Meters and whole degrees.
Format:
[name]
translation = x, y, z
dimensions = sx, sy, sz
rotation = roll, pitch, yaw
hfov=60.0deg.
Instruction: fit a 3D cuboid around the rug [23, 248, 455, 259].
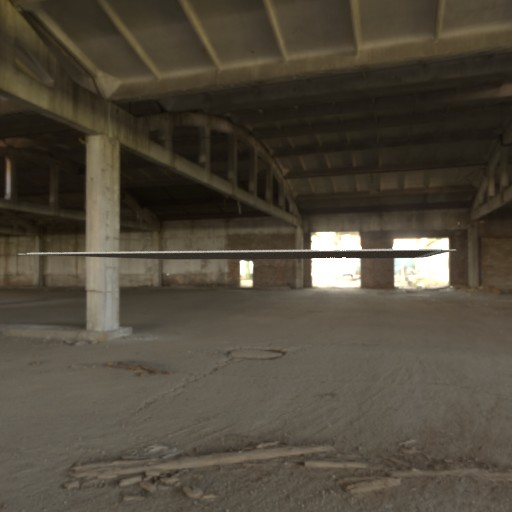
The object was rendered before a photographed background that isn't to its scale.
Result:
[rug]
translation = 0.000, 0.000, 4.056
dimensions = 3.051, 0.013, 2.380
rotation = 0, -1, 16
